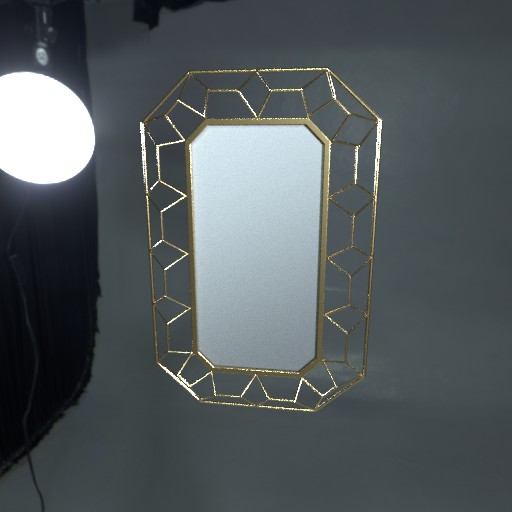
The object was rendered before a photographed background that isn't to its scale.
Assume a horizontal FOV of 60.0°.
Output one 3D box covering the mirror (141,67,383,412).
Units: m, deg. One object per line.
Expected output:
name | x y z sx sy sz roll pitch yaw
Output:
mirror | 0.000 0.000 1.096 0.572 0.870 0.051 2 14 8
